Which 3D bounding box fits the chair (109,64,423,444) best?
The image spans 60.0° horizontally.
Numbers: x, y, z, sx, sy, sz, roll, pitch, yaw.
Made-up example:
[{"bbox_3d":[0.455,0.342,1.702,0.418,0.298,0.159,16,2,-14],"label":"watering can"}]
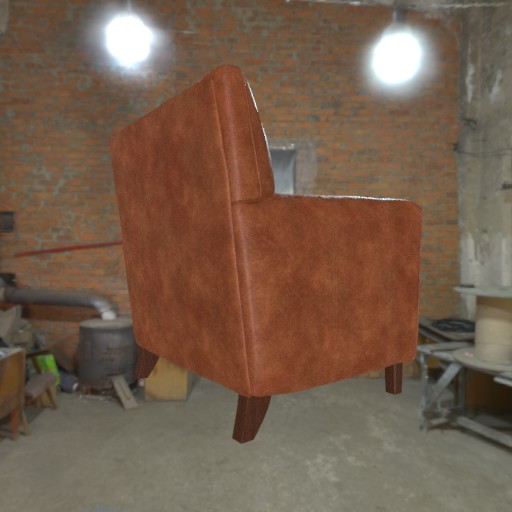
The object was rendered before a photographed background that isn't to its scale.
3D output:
[{"bbox_3d":[0.000,0.000,1.608,0.823,0.943,0.870,-1,1,-36],"label":"chair"}]
